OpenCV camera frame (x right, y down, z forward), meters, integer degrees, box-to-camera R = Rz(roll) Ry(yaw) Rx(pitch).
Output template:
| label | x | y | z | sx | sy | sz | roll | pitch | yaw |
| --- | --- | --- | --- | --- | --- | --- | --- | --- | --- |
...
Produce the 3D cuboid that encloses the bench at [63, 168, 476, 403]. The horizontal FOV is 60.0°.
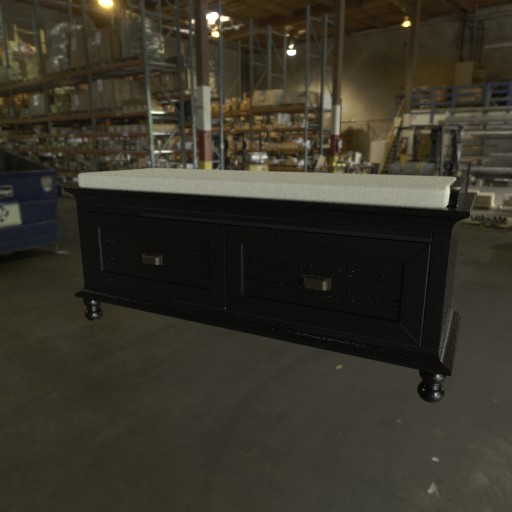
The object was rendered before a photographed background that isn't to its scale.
| label | x | y | z | sx | sy | sz | roll | pitch | yaw |
| --- | --- | --- | --- | --- | --- | --- | --- | --- | --- |
| bench | 0.000 | 0.000 | 1.383 | 1.185 | 0.501 | 0.402 | 7 | 16 | 26 |
